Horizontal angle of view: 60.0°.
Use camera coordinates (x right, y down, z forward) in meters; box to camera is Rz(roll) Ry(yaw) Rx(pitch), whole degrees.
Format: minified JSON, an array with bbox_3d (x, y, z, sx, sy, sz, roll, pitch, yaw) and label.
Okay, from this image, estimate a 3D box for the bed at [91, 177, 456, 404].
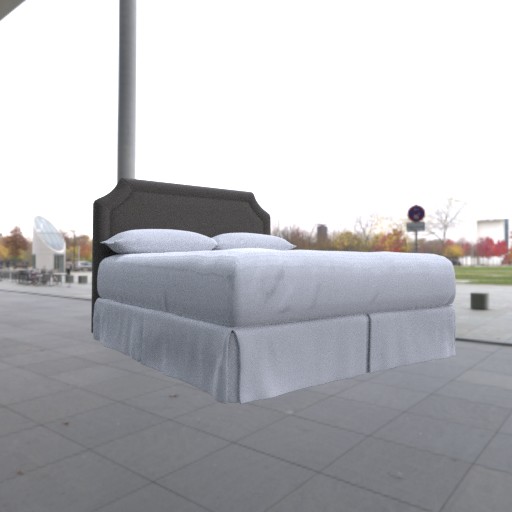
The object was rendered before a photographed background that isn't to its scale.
[{"bbox_3d":[0.000,0.000,3.858,2.194,1.561,2.536,0,-1,-36],"label":"bed"}]
